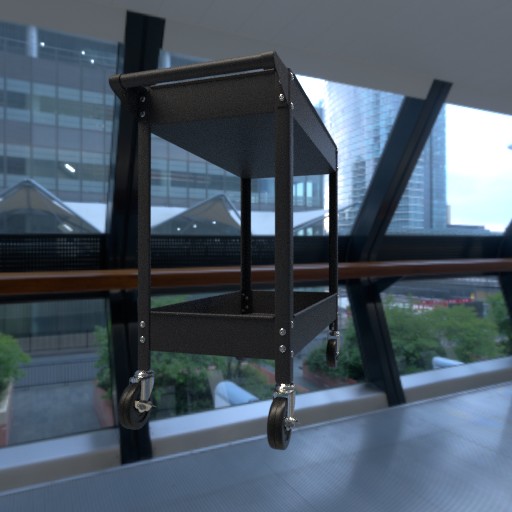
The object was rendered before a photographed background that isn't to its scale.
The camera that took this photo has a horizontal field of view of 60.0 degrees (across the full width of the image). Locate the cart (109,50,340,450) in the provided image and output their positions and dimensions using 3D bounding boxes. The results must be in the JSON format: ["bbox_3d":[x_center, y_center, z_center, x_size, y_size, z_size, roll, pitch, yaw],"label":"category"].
[{"bbox_3d":[0.000,0.000,1.167,0.366,0.719,0.779,0,0,18],"label":"cart"}]
